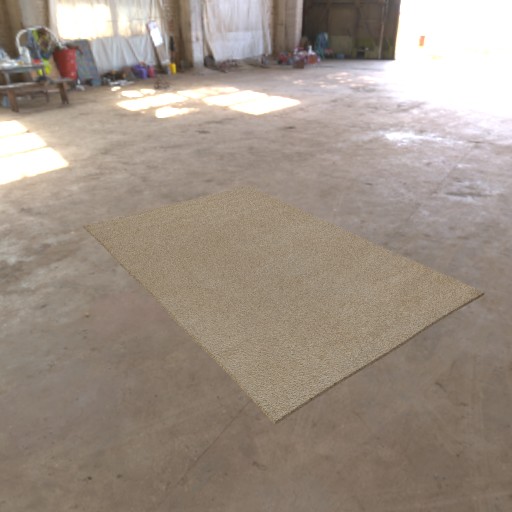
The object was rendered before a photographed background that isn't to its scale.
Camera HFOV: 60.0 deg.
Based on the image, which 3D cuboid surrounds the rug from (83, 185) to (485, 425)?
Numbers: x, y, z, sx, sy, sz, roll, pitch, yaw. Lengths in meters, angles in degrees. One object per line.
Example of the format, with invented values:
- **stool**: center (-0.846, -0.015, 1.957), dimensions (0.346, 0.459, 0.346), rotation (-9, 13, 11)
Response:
- **rug**: center (0.000, 0.000, 3.444), dimensions (1.800, 0.025, 2.699), rotation (-19, 34, -32)
